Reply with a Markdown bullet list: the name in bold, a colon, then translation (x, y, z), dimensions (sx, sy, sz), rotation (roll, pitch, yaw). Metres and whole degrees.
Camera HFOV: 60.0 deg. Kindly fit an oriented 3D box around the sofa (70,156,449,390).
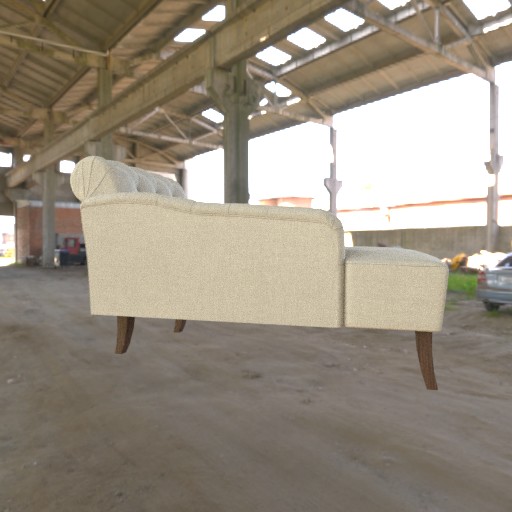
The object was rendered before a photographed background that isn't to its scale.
- **sofa**: translation (0.000, 0.000, 1.787), dimensions (1.379, 0.787, 0.675), rotation (0, 1, 18)
